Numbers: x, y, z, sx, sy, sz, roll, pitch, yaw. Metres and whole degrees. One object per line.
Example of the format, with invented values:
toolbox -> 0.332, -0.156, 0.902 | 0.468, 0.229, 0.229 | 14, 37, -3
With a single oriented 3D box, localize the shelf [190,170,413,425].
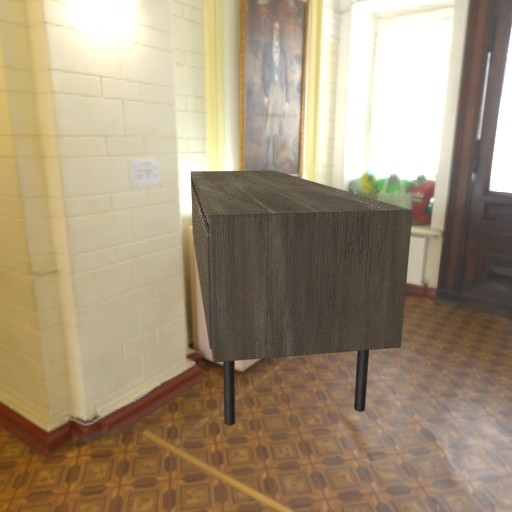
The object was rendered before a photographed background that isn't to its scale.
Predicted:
shelf -> 0.000, 0.000, 1.511 | 0.400, 0.495, 1.300 | -2, 15, -9
